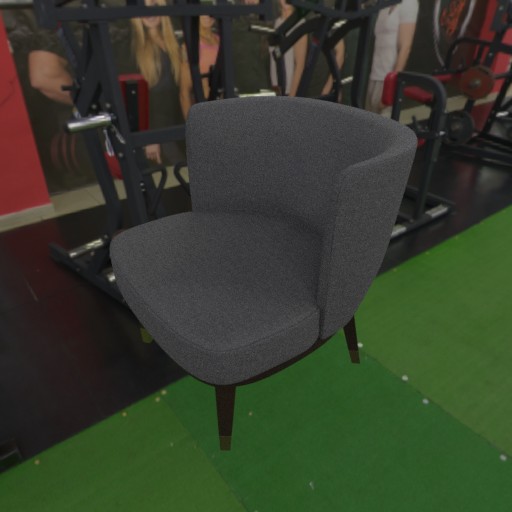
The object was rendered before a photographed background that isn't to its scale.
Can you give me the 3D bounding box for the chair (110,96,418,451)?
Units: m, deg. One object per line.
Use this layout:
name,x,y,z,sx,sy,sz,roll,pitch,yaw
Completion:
chair,0.000,0.000,1.216,0.698,0.695,0.639,-21,37,-29
